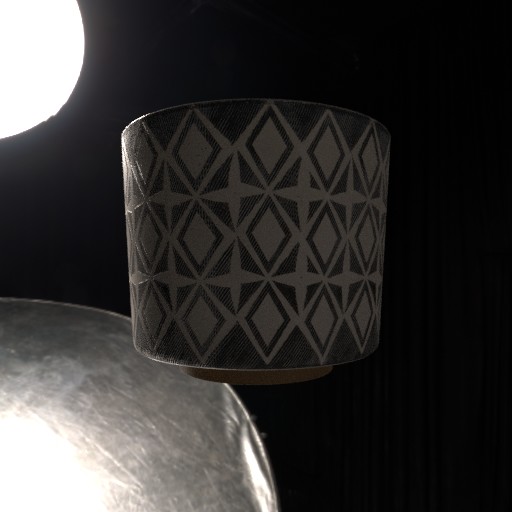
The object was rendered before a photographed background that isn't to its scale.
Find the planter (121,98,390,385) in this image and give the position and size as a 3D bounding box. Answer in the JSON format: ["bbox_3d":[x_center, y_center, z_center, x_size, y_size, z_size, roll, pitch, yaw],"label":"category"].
[{"bbox_3d":[0.000,0.000,0.445,0.260,0.220,0.260,0,-2,0],"label":"planter"}]
